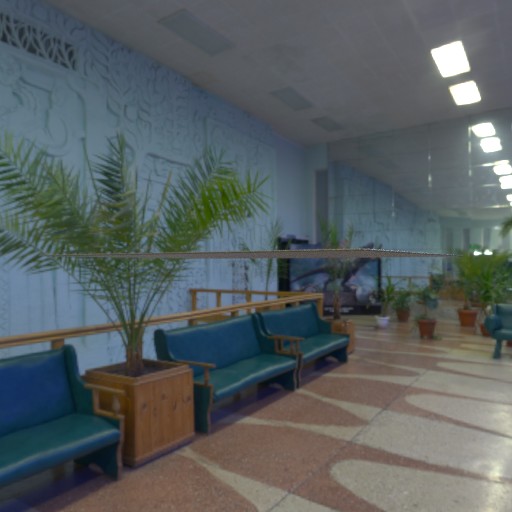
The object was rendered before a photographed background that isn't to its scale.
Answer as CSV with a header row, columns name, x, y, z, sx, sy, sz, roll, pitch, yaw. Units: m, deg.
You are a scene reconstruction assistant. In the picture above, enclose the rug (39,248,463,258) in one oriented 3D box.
name,x,y,z,sx,sy,sz,roll,pitch,yaw
rug,0.000,0.000,4.069,3.057,0.013,2.434,-1,-1,36
